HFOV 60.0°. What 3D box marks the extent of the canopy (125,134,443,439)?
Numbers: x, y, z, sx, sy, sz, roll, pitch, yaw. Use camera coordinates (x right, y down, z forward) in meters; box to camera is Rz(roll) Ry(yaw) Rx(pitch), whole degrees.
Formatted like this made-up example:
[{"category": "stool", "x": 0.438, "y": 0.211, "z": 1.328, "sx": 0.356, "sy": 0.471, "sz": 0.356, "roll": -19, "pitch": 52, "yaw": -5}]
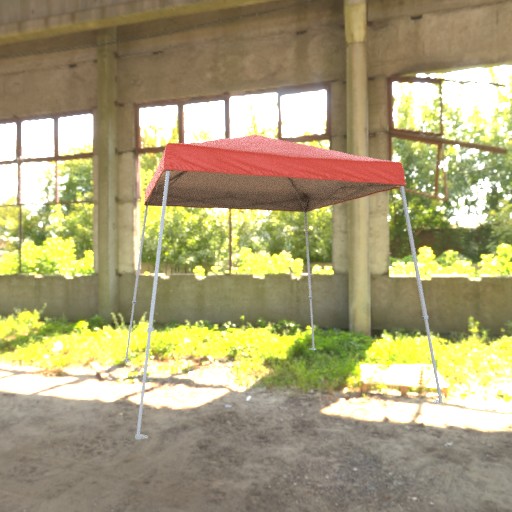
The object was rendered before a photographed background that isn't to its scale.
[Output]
[{"category": "canopy", "x": 0.000, "y": 0.000, "z": 5.185, "sx": 2.849, "sy": 2.850, "sz": 2.850, "roll": 0, "pitch": -1, "yaw": -18}]
